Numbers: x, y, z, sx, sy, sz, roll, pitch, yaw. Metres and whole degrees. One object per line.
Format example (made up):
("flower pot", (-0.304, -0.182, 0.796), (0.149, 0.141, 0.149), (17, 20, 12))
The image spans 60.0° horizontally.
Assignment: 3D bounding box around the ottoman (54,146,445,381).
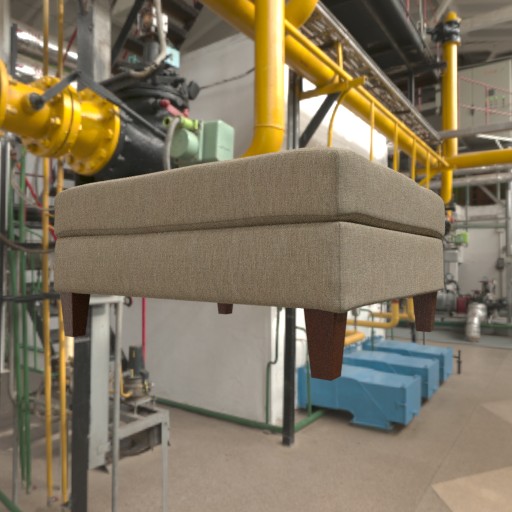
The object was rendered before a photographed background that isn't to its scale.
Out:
("ottoman", (0.000, 0.000, 1.415), (0.976, 0.492, 0.836), (-1, -1, 35))
